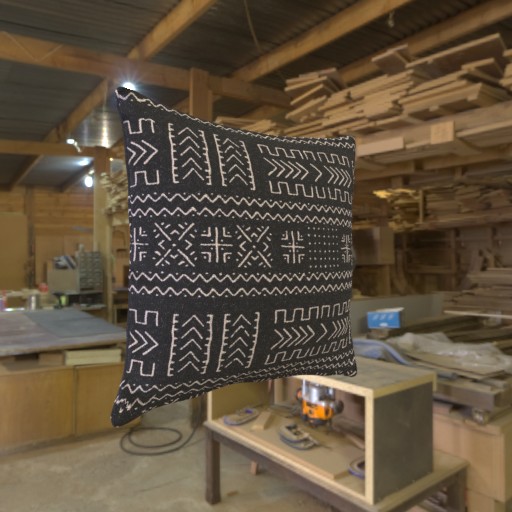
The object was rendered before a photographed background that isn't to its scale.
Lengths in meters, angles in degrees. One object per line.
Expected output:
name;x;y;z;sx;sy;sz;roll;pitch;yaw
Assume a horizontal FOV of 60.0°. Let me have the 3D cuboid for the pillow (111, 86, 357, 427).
pillow;0.000;0.000;0.670;0.438;0.430;0.164;0;0;-36
